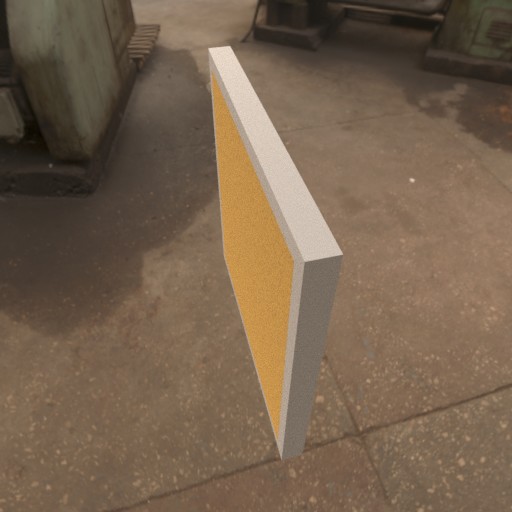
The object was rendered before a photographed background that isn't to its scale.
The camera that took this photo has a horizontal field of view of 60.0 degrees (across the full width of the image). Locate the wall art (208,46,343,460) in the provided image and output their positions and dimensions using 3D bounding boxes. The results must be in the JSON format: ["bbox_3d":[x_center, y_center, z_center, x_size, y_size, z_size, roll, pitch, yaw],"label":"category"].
[{"bbox_3d":[0.000,0.000,1.939,0.098,1.291,1.289,-10,47,-10],"label":"wall art"}]
